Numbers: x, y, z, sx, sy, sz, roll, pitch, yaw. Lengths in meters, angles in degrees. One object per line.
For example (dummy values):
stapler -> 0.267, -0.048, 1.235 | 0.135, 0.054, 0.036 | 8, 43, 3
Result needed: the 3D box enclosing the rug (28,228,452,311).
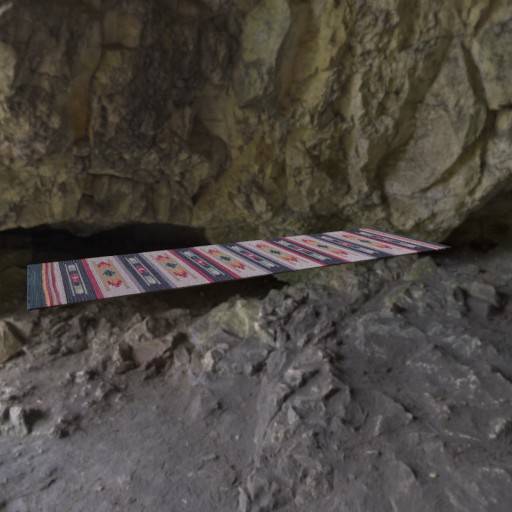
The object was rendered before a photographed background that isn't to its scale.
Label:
rug -> 0.000, 0.000, 2.642 | 2.440, 0.009, 0.760 | -7, 16, -26
